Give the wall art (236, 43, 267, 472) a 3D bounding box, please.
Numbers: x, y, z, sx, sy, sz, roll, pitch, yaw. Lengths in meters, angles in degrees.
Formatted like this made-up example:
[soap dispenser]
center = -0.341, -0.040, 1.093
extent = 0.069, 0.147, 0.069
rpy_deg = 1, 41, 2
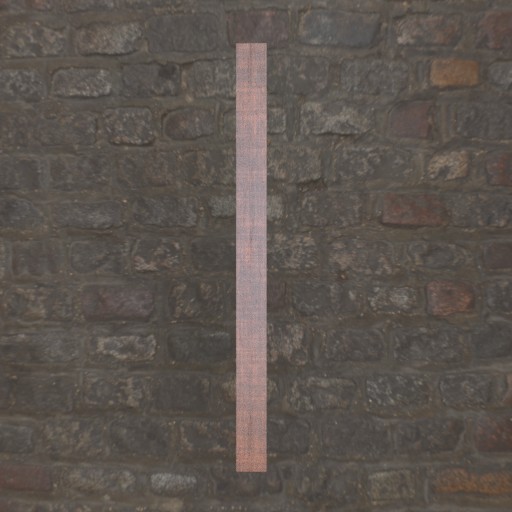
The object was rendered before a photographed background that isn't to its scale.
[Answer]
[wall art]
center = 0.000, 0.000, 0.767
extent = 0.033, 0.567, 0.467
rpy_deg = 0, 91, 1
